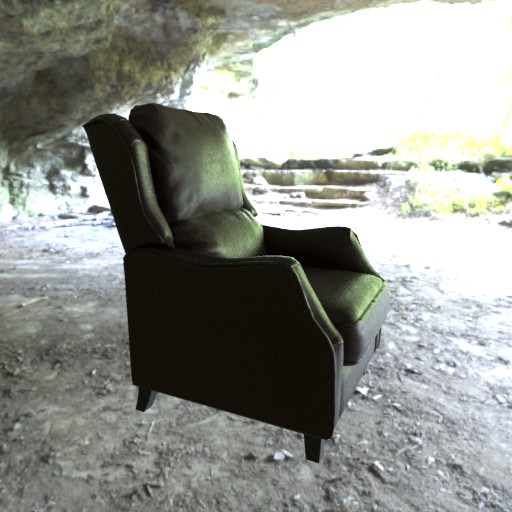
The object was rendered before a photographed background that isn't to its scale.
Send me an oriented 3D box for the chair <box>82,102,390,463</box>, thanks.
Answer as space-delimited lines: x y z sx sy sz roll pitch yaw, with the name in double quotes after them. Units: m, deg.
0.000 0.000 1.738 0.982 1.132 0.770 6 14 25 "chair"
